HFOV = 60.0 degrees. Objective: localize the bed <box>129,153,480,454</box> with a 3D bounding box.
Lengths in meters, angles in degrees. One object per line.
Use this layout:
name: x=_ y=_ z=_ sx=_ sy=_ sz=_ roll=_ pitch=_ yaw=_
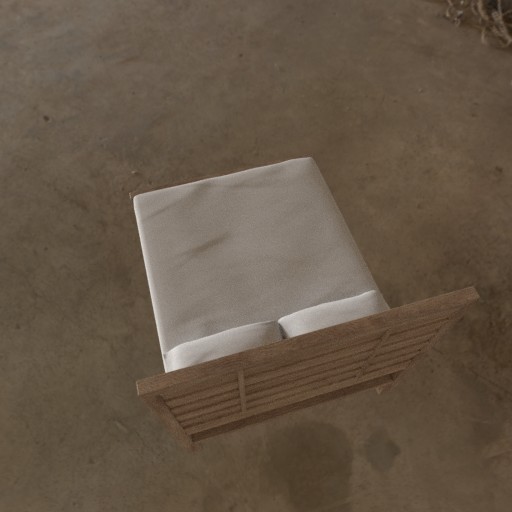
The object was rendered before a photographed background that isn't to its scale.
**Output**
bed: x=0.000 y=0.000 z=3.163 sx=1.615 sy=1.631 sz=2.017 roll=-14 pitch=59 yaw=-9
